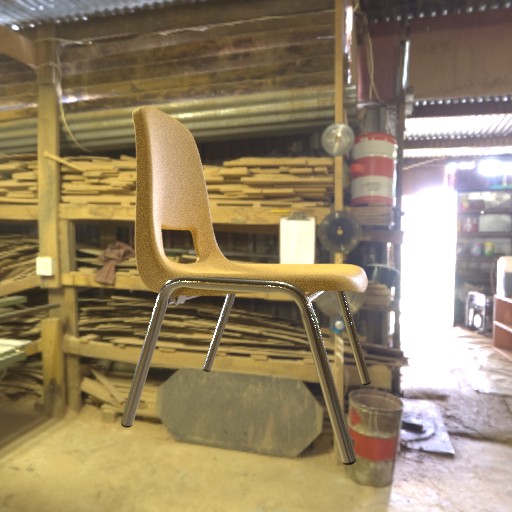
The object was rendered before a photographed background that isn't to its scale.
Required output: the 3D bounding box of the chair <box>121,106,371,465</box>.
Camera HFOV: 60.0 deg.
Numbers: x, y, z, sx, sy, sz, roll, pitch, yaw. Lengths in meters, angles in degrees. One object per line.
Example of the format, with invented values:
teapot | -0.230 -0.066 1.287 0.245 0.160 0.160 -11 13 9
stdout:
chair | 0.000 0.000 0.793 0.385 0.536 0.354 1 2 18
